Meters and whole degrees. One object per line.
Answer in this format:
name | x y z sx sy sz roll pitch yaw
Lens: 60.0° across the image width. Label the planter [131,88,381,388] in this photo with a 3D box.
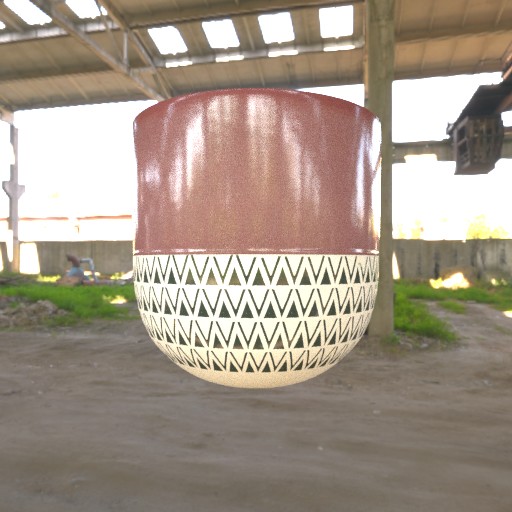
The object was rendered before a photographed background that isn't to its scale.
planter | 0.000 0.000 0.489 0.266 0.270 0.266 0 -1 0
